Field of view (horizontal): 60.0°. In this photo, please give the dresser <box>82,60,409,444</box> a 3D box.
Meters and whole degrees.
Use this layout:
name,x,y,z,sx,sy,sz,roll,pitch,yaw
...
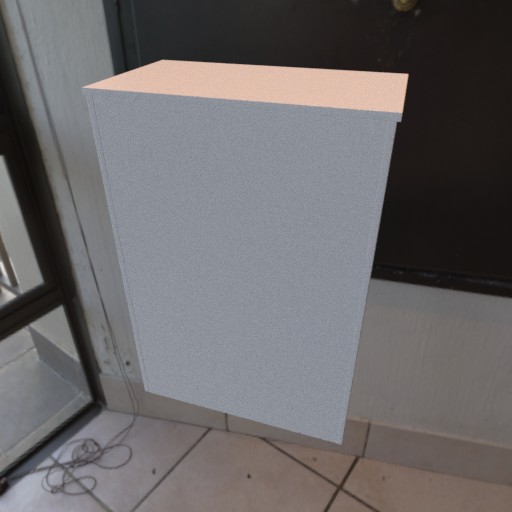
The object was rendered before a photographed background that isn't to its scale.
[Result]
name,x,y,z,sx,sy,sz,roll,pitch,yaw
dresser,0.000,0.000,1.355,0.704,1.021,0.401,10,34,15
